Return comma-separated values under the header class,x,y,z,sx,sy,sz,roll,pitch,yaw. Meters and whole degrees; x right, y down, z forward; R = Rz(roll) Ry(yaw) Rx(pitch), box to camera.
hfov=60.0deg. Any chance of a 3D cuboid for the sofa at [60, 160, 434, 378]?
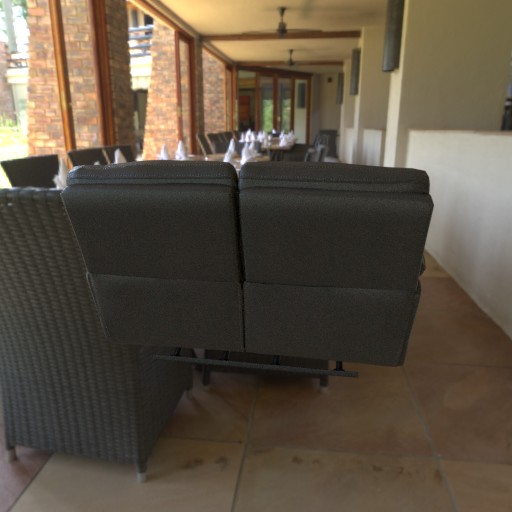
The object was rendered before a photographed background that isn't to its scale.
class,x,y,z,sx,sy,sz,roll,pitch,yaw
sofa,0.000,0.000,2.503,1.765,1.111,1.104,3,16,9
